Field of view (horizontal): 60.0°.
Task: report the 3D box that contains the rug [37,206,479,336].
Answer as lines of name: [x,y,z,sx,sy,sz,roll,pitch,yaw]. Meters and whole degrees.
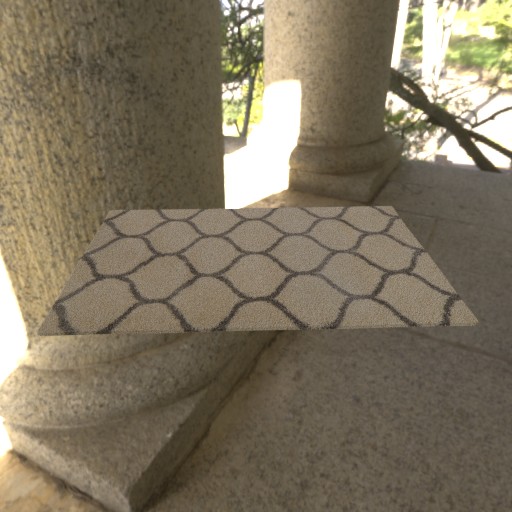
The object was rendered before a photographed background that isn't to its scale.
rug: [0.000,0.000,3.461,2.701,0.026,1.801,-1,30,-2]
